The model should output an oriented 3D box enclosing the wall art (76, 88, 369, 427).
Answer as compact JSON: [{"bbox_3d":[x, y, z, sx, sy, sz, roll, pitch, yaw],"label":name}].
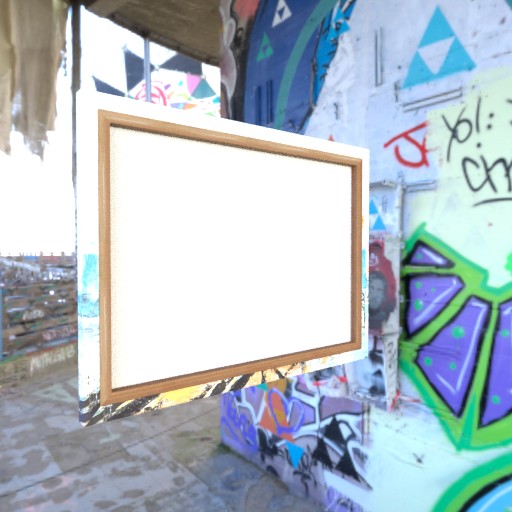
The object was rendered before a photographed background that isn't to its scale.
[{"bbox_3d":[0.000,0.000,1.319,1.016,0.762,0.038,-1,2,-38],"label":"wall art"}]
